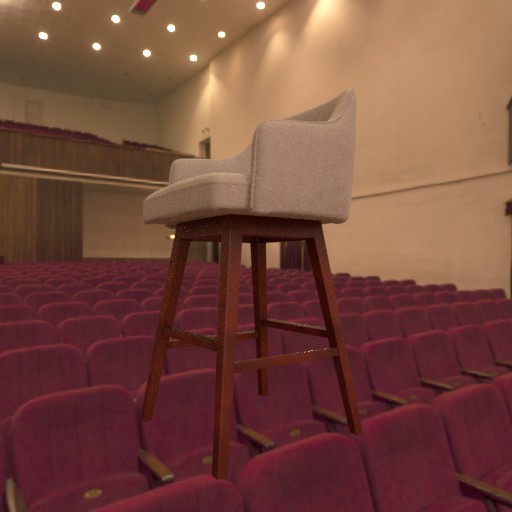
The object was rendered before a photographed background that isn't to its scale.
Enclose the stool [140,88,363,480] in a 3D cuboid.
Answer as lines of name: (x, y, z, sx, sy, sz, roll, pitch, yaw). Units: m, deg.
stool: (0.000, 0.000, 1.344, 0.558, 1.012, 0.548, 1, -1, -35)
